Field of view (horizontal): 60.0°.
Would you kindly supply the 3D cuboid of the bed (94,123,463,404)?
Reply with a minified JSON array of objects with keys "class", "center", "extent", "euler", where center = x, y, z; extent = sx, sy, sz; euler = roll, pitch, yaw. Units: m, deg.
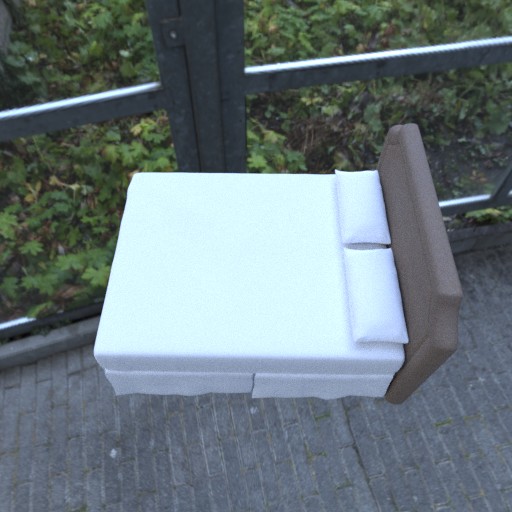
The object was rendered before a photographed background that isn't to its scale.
[{"class":"bed","center":[0.000,0.000,3.092],"extent":[2.116,1.290,1.693],"euler":[1,57,0]}]
